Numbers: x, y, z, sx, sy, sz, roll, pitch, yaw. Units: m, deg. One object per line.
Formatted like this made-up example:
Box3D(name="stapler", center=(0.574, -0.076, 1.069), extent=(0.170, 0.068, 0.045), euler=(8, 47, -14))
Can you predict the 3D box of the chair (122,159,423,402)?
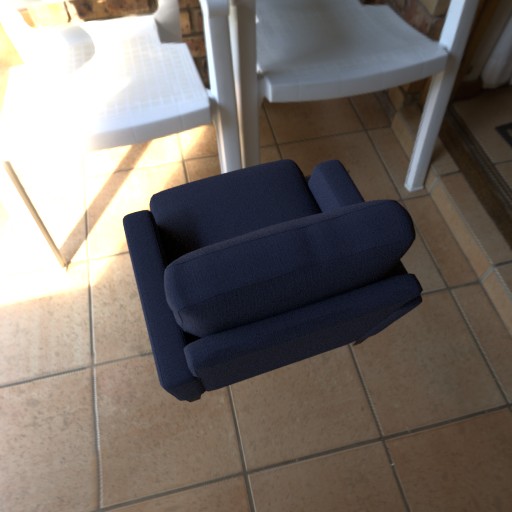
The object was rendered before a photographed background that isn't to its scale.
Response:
Box3D(name="chair", center=(0.000, 0.000, 1.638), extent=(0.855, 0.991, 0.897), euler=(-17, 60, -10))
